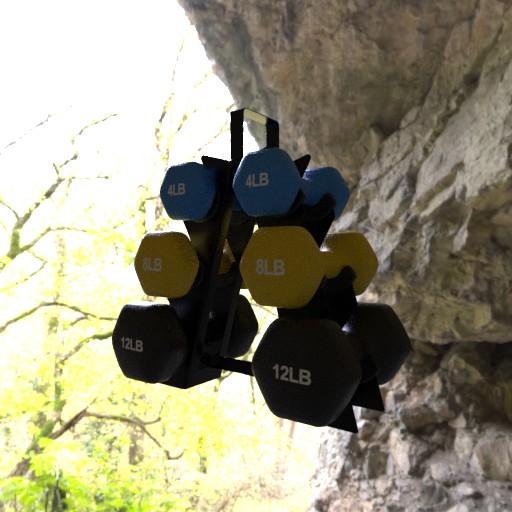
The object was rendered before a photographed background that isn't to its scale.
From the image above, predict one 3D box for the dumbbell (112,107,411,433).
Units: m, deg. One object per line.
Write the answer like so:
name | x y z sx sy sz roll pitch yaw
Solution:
dumbbell | 0.000 0.000 0.676 0.409 0.426 0.255 0 1 36
